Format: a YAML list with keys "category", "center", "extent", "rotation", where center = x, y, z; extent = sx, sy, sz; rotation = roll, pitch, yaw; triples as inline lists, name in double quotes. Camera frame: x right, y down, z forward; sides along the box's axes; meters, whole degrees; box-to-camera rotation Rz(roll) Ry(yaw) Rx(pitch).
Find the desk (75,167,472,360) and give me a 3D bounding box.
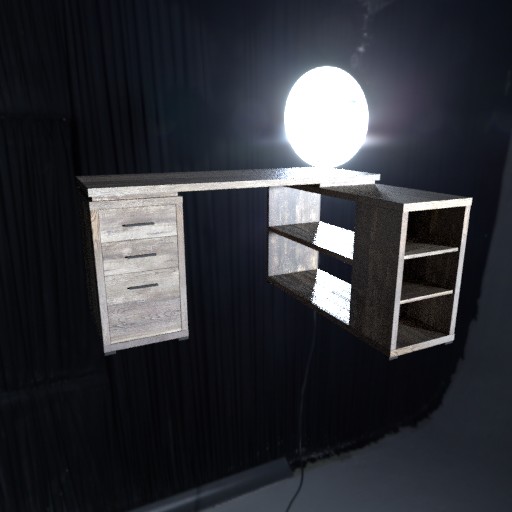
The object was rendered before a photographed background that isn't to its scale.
- category: "desk"
  center: [0.000, 0.000, 2.227]
  extent: [1.524, 0.753, 1.200]
  rotation: [-7, 17, -25]
